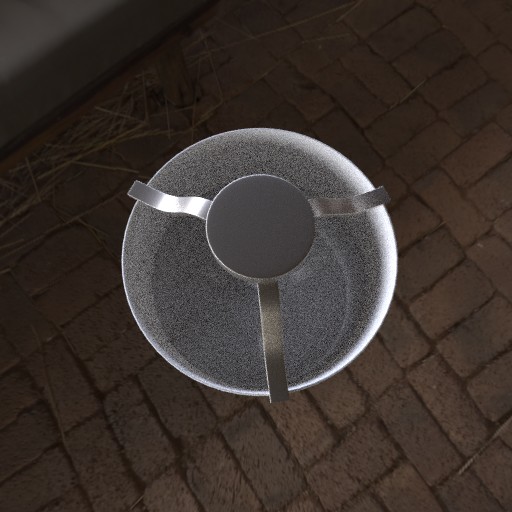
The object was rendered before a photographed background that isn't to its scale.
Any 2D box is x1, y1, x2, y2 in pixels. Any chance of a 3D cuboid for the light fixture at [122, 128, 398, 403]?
[{"bbox_3d":[0.000,0.000,0.651,0.395,0.304,0.395,0,75,0],"label":"light fixture"}]
